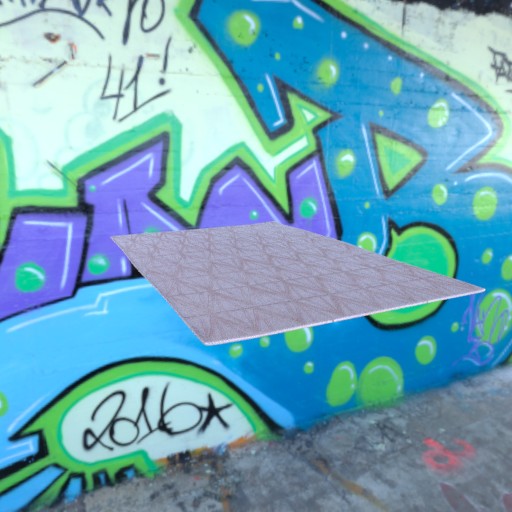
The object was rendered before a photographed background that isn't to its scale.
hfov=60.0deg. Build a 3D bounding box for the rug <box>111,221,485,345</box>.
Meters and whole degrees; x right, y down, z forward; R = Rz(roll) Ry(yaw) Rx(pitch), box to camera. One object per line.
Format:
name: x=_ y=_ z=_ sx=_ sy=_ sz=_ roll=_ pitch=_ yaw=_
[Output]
rug: x=0.000 y=0.000 z=2.357 sx=1.230 sy=0.025 sz=1.837 roll=-7 pitch=15 yaw=-25
